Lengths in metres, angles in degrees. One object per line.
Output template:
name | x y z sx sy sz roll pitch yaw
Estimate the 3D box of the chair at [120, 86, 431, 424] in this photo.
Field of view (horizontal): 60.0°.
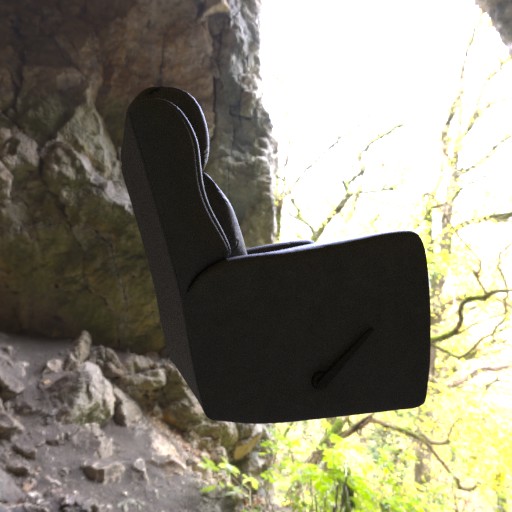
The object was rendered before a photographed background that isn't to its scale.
chair | 0.000 0.000 1.843 1.068 1.116 0.967 0 -1 -18
